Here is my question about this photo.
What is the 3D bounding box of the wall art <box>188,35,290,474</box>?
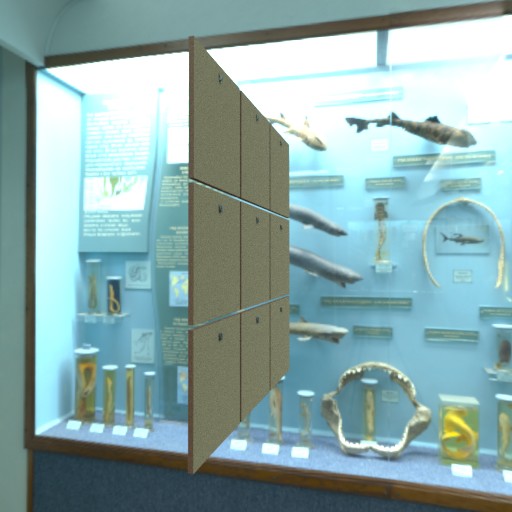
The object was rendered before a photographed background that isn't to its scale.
[{"bbox_3d":[0.000,0.000,1.347,0.018,0.904,0.906,0,-1,17],"label":"wall art"}]
